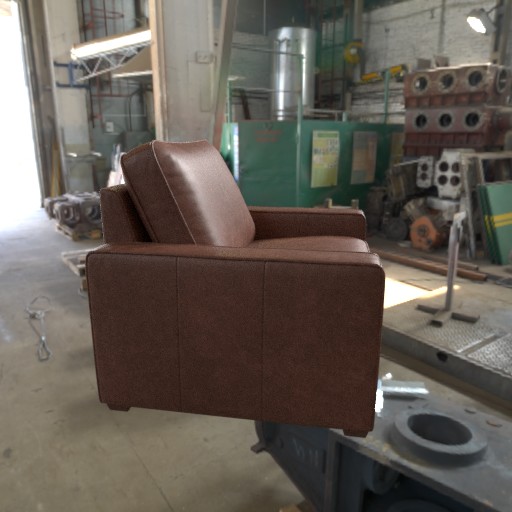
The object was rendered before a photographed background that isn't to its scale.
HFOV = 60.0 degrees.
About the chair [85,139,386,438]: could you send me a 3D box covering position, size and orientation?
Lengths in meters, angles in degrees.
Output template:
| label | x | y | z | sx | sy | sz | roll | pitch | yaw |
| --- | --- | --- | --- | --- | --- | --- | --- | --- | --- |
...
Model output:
| label | x | y | z | sx | sy | sz | roll | pitch | yaw |
| --- | --- | --- | --- | --- | --- | --- | --- | --- | --- |
| chair | 0.000 | 0.000 | 1.806 | 0.940 | 0.919 | 1.017 | 3 | 15 | 10 |
